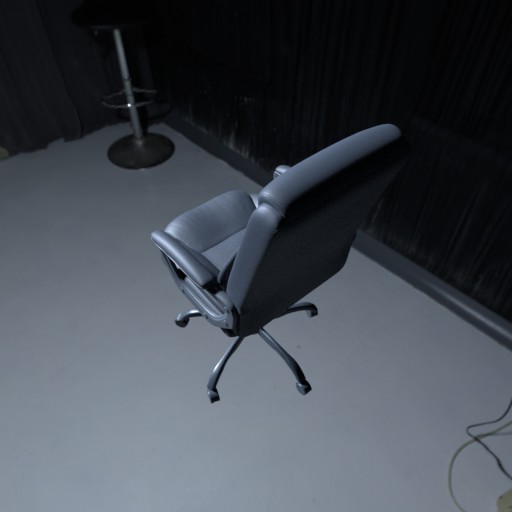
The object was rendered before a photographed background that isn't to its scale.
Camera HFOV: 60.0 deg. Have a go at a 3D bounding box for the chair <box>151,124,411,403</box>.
[{"bbox_3d":[0.000,0.000,1.486,0.615,1.072,0.655,-32,54,-27],"label":"chair"}]
